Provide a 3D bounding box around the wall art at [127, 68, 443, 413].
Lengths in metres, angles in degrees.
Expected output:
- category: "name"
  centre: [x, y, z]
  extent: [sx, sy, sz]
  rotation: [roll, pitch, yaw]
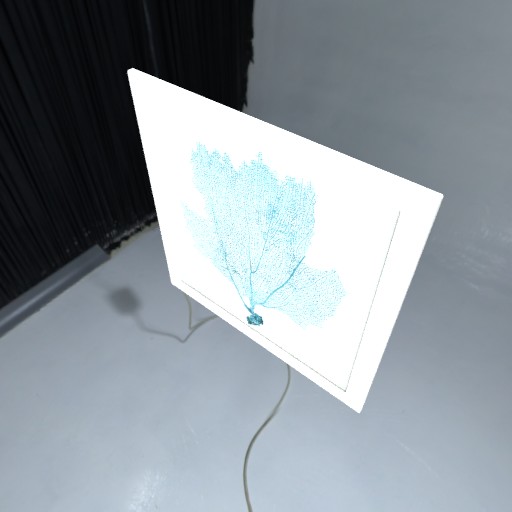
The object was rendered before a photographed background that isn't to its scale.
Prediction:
- category: "wall art"
  centre: [0.000, 0.000, 0.877]
  extent: [0.584, 0.584, 0.013]
  rotation: [30, 53, 26]
